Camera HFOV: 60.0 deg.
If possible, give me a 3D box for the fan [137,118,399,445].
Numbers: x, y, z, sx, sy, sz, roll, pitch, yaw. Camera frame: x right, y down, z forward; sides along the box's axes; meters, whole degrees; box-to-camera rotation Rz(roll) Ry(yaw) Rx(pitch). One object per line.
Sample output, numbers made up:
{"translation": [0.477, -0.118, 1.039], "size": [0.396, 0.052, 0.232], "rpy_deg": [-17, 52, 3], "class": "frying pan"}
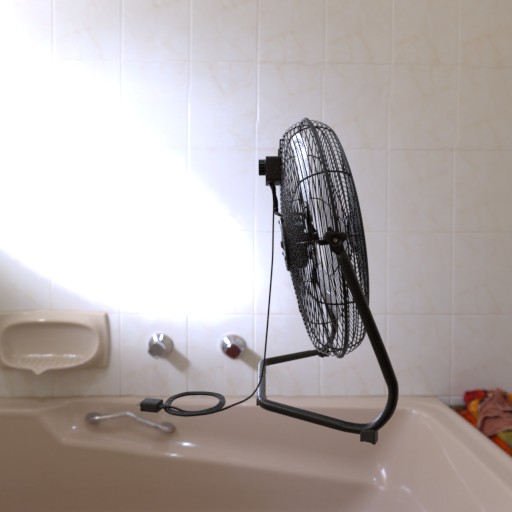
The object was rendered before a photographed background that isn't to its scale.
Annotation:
{"translation": [0.000, 0.000, 0.914], "size": [0.424, 0.546, 0.555], "rpy_deg": [0, 2, 1], "class": "fan"}
